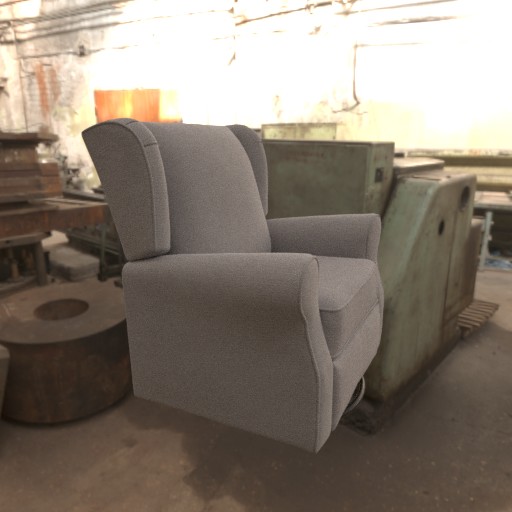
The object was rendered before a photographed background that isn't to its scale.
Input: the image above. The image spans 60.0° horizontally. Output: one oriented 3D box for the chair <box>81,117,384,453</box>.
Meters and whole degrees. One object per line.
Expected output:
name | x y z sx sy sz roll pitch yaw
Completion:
chair | 0.000 0.000 1.648 0.854 0.966 0.906 8 17 26
